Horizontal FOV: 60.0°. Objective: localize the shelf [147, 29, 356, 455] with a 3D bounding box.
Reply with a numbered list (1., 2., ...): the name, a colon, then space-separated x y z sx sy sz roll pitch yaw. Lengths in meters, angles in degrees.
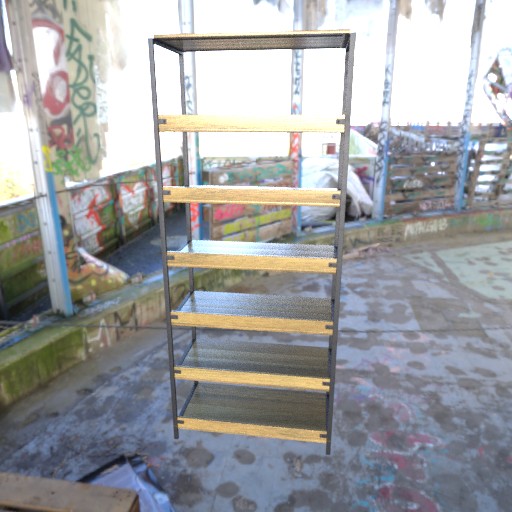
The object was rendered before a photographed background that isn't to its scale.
1. shelf: 0.000 0.000 2.277 0.847 2.015 0.431 2 18 8
